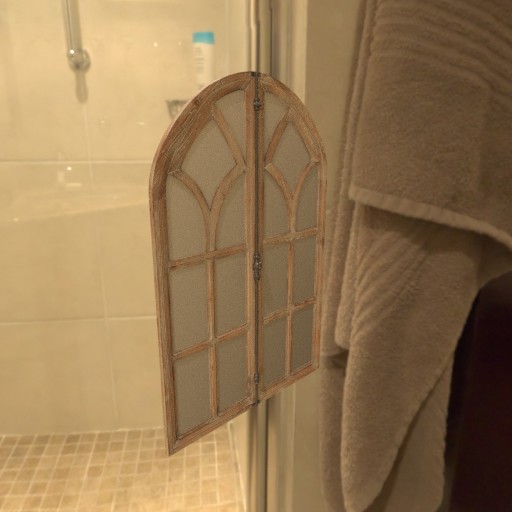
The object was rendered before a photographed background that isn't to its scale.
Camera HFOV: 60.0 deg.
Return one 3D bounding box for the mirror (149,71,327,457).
[{"bbox_3d":[0.000,0.000,1.182,0.609,0.915,0.032,-15,22,-43],"label":"mirror"}]
